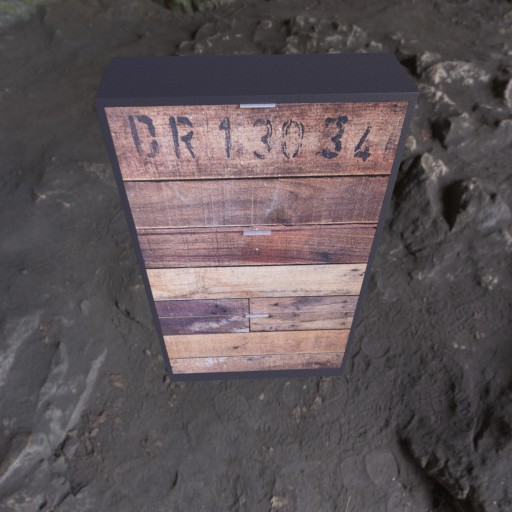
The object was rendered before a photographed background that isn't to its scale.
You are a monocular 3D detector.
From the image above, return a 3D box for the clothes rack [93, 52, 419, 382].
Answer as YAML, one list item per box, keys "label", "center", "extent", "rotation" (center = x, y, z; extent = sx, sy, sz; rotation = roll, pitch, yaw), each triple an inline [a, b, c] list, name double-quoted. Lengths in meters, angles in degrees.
- label: "clothes rack"
  center: [0.000, 0.000, 1.554]
  extent: [0.750, 1.280, 0.250]
  rotation: [-2, 45, -2]
